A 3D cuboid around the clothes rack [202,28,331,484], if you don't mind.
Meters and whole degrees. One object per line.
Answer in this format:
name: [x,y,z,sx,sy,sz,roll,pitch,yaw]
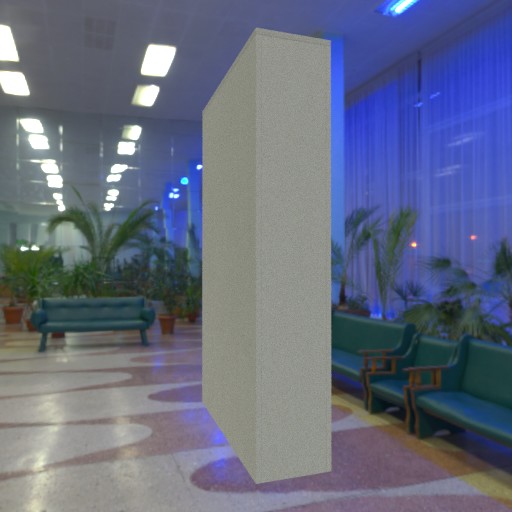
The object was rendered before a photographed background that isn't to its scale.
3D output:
clothes rack: [0.000,0.000,1.638,0.250,1.280,0.750,0,0,-18]
